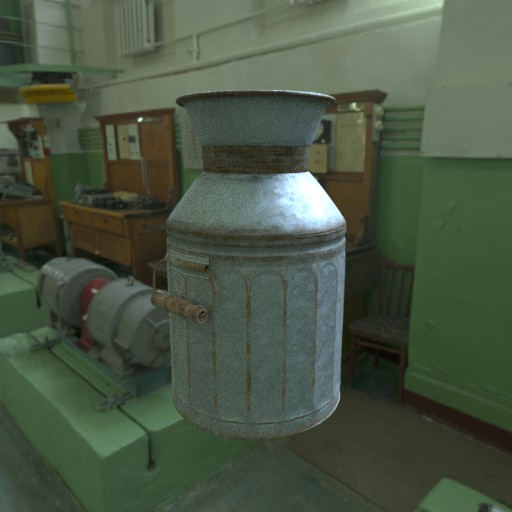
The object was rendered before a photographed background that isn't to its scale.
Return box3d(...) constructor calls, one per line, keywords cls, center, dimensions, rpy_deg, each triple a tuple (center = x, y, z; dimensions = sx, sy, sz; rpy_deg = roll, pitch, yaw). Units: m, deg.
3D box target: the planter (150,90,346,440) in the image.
box3d(cls="planter", center=(0.000, 0.000, 0.536), dimensions=(0.215, 0.358, 0.248), rpy_deg=(13, 18, 42))
